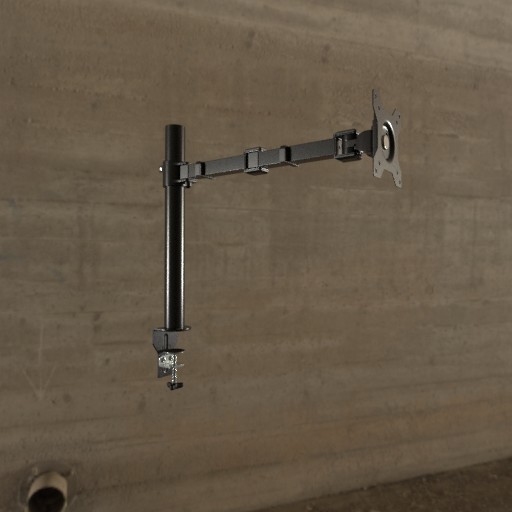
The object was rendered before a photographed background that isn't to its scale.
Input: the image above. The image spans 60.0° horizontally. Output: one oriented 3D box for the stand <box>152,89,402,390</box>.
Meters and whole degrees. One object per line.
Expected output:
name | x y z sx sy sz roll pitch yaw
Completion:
stand | 0.000 0.000 0.750 0.456 0.510 0.115 -1 -2 36
